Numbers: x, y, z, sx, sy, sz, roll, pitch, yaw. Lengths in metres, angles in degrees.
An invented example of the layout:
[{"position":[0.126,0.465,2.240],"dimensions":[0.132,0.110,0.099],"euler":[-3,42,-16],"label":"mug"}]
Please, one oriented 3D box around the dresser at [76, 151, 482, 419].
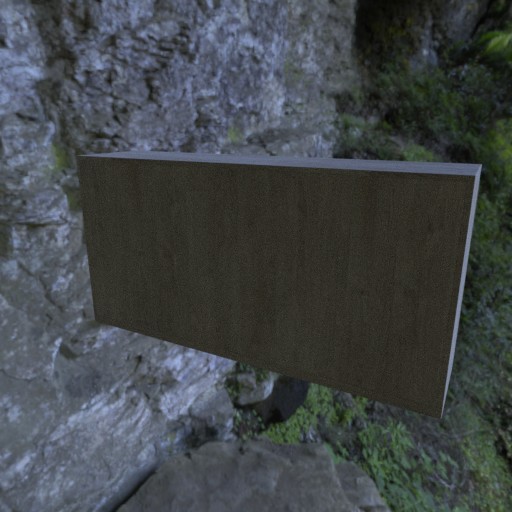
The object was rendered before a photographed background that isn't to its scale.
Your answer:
[{"position":[0.000,0.000,1.861],"dimensions":[1.590,0.795,0.390],"euler":[9,19,27],"label":"dresser"}]
